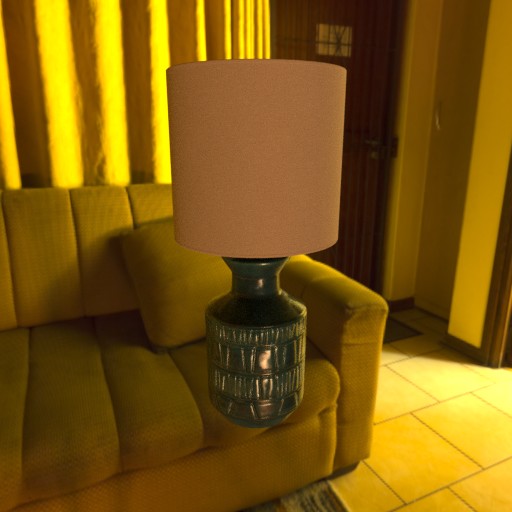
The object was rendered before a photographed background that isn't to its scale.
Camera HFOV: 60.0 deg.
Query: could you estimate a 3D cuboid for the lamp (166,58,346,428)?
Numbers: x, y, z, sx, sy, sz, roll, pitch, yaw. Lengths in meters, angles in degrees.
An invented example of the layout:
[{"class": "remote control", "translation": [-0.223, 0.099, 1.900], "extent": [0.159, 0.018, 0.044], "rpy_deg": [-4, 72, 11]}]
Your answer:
[{"class": "lamp", "translation": [0.000, 0.000, 0.589], "extent": [0.211, 0.455, 0.211], "rpy_deg": [15, 22, 43]}]
